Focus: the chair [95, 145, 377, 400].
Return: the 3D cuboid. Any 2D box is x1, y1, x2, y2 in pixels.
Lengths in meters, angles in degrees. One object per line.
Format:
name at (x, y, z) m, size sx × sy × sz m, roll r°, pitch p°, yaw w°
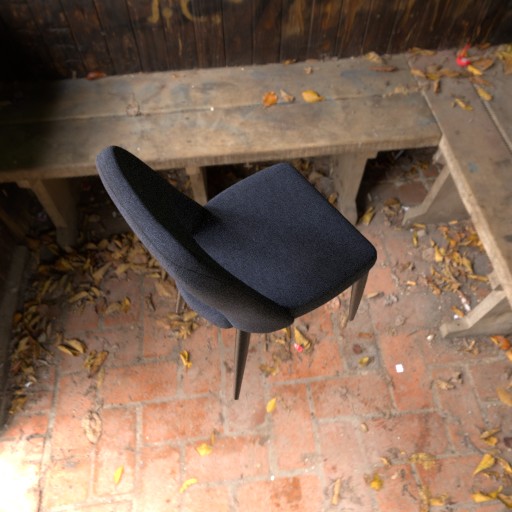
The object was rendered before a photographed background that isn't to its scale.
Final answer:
chair at (0.000, 0.000, 1.289) m, size 0.612 × 0.931 × 0.470 m, roll -31°, pitch 63°, yaw -18°
